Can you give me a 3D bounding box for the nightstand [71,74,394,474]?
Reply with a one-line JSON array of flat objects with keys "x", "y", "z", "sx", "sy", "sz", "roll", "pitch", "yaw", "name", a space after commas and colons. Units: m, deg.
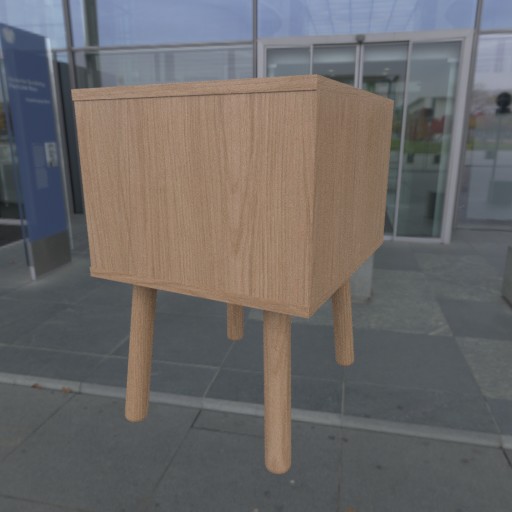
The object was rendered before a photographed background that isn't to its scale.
[{"x": 0.000, "y": 0.000, "z": 0.837, "sx": 0.380, "sy": 0.571, "sz": 0.450, "roll": 8, "pitch": 17, "yaw": 26, "name": "nightstand"}]
